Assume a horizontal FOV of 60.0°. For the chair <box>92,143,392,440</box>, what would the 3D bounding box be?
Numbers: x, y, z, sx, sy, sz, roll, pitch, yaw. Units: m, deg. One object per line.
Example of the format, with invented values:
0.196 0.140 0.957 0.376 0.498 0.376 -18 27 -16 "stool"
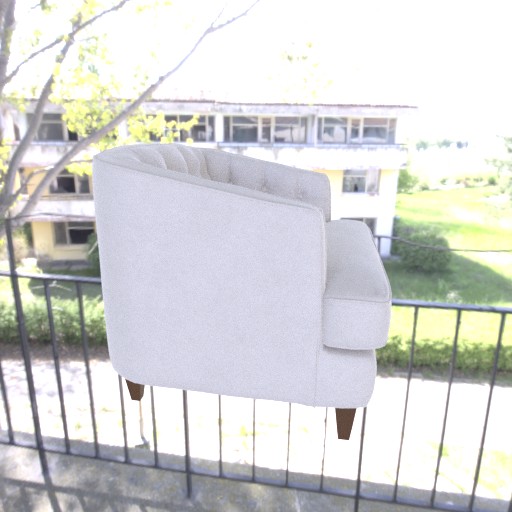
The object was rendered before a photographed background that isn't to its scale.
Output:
0.000 0.000 1.740 0.941 0.852 1.104 3 16 10 "chair"
